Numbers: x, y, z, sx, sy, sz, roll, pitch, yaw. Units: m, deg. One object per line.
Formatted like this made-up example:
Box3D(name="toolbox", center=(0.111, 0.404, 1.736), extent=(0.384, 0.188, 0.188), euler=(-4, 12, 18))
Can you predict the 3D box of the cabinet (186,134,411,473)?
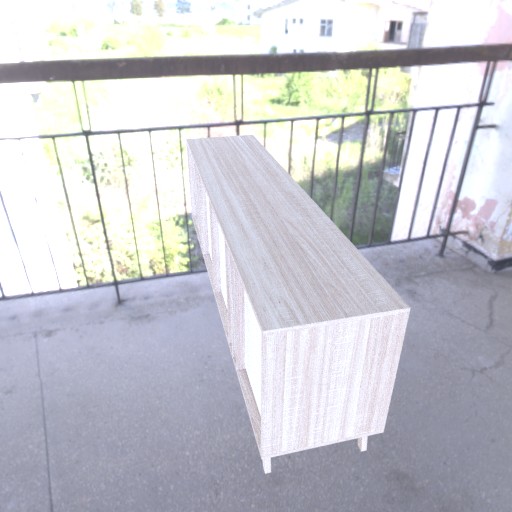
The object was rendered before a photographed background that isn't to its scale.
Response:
Box3D(name="cabinet", center=(0.000, 0.000, 2.518), extent=(0.500, 0.780, 2.200), euler=(-7, 31, -12))
